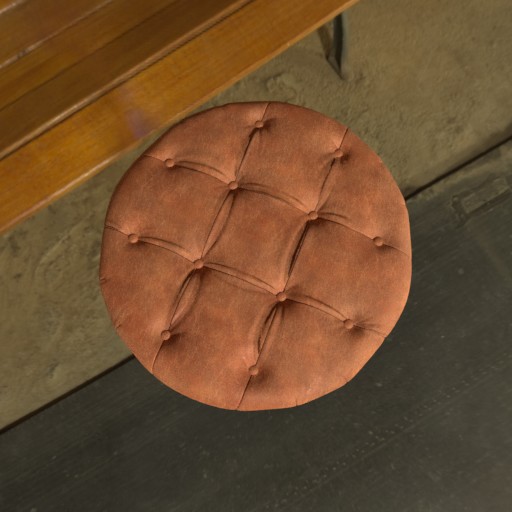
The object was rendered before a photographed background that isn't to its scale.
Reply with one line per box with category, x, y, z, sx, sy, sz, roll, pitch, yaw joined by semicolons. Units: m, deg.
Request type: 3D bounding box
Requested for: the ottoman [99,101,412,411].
ottoman;0.000;0.000;1.396;0.901;0.444;0.901;0;76;0
